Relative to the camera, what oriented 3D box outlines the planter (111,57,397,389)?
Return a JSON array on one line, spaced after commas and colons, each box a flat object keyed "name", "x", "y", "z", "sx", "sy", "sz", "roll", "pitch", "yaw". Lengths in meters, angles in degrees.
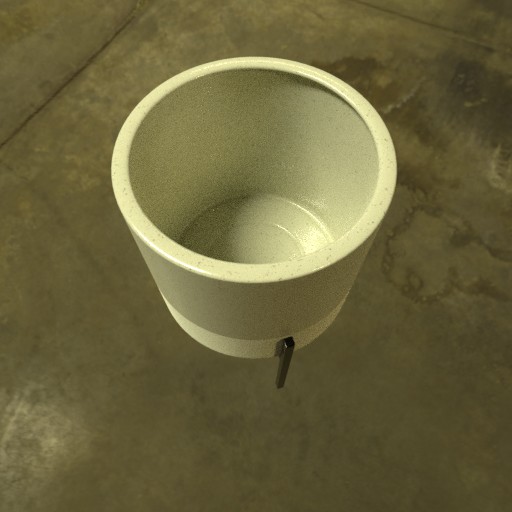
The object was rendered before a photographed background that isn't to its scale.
[{"name": "planter", "x": 0.000, "y": 0.000, "z": 0.337, "sx": 0.152, "sy": 0.230, "sz": 0.159, "roll": -15, "pitch": 64, "yaw": -7}]
